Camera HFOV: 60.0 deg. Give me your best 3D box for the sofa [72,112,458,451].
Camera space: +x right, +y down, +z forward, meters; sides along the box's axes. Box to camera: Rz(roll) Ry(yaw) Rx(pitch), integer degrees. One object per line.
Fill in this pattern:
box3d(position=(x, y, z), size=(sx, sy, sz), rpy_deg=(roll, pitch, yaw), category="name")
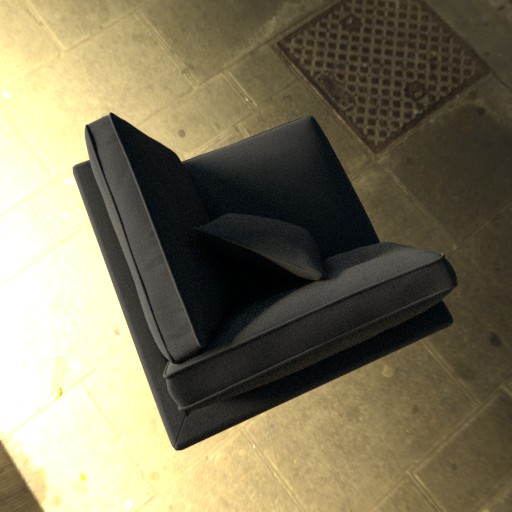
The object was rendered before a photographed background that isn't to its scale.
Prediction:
box3d(position=(0.000, 0.000, 1.921), size=(1.084, 1.002, 1.146), rpy_deg=(-23, 77, -5), category="sofa")
